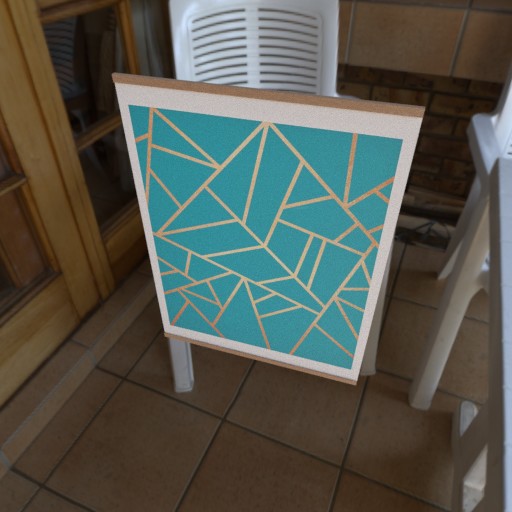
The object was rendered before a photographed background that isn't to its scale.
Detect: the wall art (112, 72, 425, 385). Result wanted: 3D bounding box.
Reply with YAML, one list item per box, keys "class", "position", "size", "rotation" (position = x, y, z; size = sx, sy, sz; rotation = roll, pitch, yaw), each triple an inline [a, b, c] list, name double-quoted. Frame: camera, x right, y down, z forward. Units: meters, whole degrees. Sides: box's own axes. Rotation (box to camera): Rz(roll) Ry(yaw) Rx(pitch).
- class: "wall art"
  position: [0.000, 0.000, 1.362]
  size: [0.758, 1.016, 0.013]
  rotation: [11, 41, 13]
